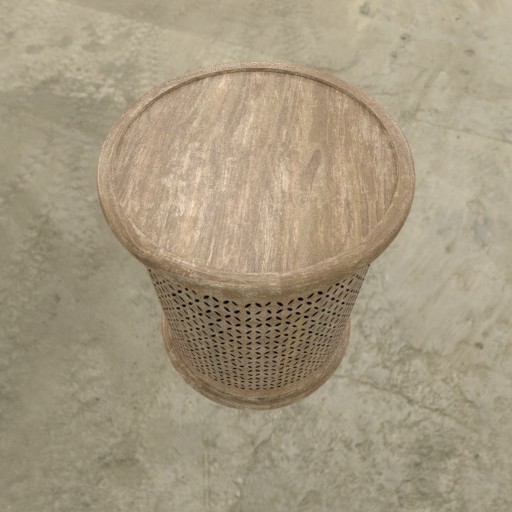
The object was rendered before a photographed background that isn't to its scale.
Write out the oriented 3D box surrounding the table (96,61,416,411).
[{"bbox_3d":[0.000,0.000,0.769,0.407,0.482,0.407,0,57,0],"label":"table"}]
